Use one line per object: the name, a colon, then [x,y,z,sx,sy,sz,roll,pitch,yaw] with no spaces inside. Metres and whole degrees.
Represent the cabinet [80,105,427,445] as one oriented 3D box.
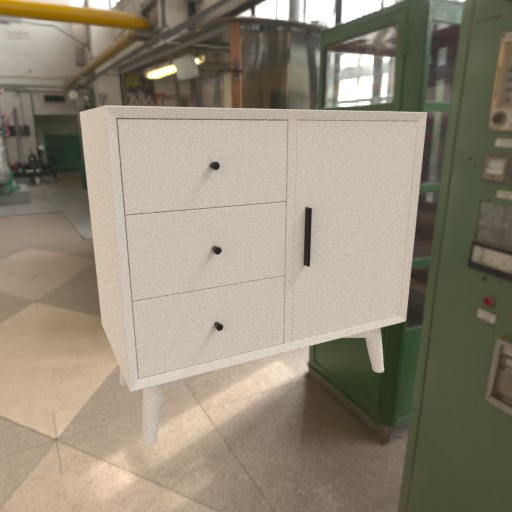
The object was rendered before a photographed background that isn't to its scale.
cabinet: [0.000,0.000,1.232,0.800,0.761,0.398,-8,18,-26]
